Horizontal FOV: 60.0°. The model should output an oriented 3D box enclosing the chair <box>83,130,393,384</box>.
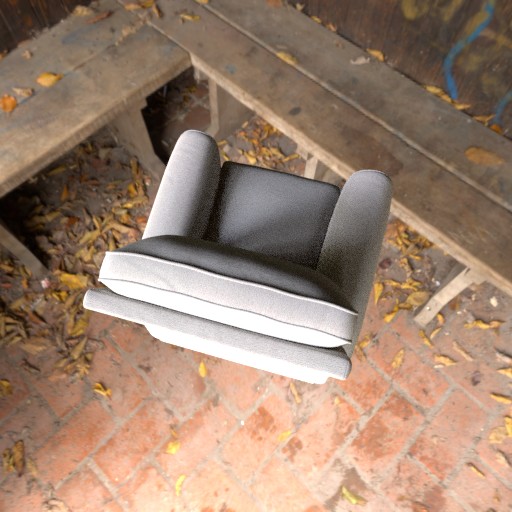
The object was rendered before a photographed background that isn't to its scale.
[{"bbox_3d":[0.000,0.000,1.646,0.890,0.960,0.878,14,65,7],"label":"chair"}]
